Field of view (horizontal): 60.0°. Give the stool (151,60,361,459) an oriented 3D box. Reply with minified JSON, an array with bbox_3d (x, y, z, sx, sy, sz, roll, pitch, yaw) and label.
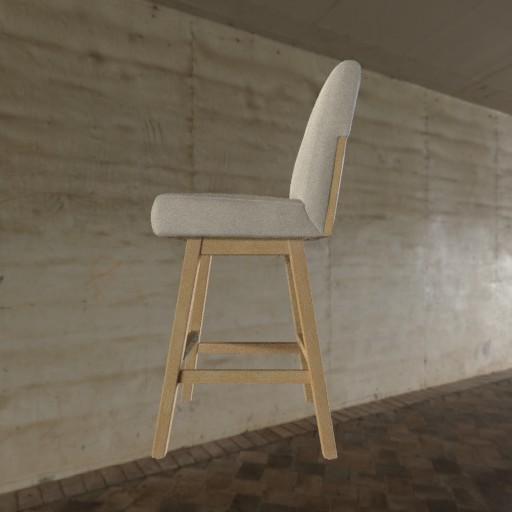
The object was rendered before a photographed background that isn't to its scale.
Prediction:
[{"bbox_3d":[0.000,0.000,1.322,0.543,1.015,0.446,0,0,0],"label":"stool"}]
